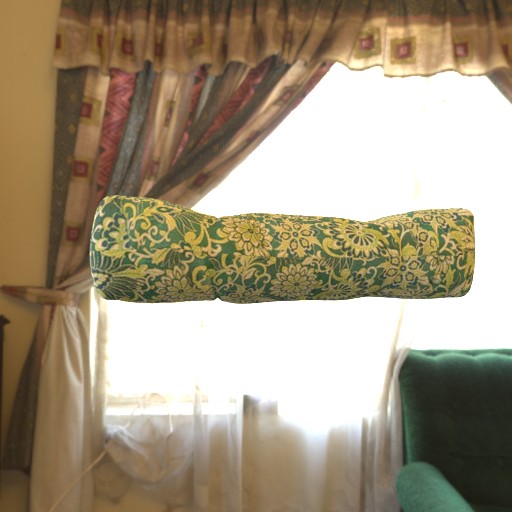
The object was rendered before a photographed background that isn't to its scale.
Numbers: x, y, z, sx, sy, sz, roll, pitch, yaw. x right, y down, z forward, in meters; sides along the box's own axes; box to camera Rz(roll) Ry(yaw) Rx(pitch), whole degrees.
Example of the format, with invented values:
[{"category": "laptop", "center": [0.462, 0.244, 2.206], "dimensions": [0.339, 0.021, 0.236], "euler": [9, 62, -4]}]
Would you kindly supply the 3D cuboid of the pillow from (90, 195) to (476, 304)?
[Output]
[{"category": "pillow", "center": [0.000, 0.000, 0.720], "dimensions": [0.490, 0.128, 0.468], "euler": [0, -1, -17]}]
